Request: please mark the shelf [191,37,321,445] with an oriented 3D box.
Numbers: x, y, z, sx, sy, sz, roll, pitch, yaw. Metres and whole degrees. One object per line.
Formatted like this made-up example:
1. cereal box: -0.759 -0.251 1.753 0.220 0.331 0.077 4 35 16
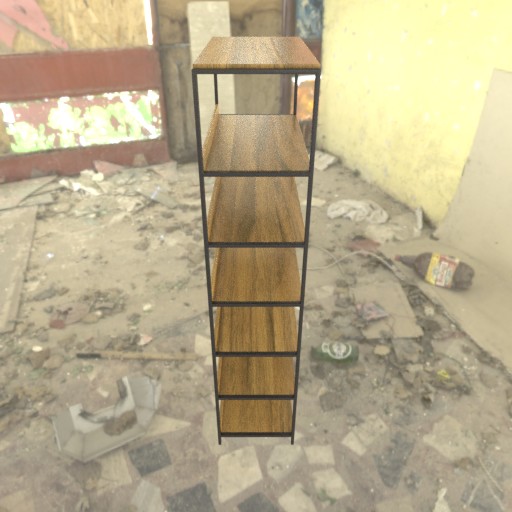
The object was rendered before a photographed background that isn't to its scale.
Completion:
1. shelf: 0.000 0.000 2.353 0.431 2.015 0.847 0 32 0
